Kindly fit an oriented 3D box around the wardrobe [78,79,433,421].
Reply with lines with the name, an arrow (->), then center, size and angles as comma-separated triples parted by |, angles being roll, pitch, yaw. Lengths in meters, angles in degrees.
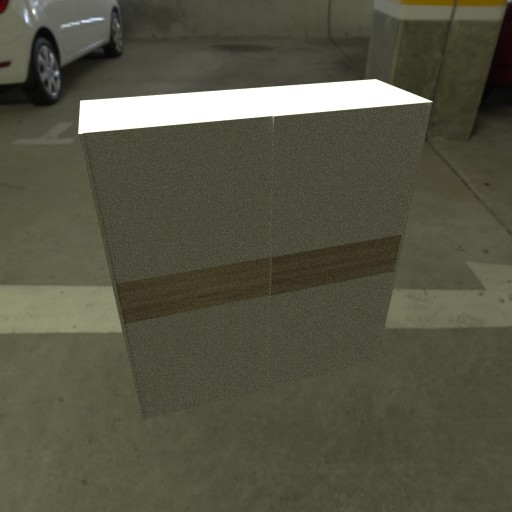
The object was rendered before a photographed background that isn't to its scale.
wardrobe -> 0.000, 0.000, 2.975 | 1.830, 2.020, 0.600 | -10, 34, -15
